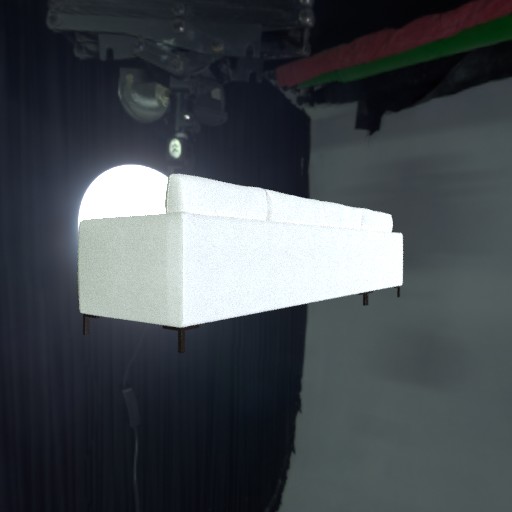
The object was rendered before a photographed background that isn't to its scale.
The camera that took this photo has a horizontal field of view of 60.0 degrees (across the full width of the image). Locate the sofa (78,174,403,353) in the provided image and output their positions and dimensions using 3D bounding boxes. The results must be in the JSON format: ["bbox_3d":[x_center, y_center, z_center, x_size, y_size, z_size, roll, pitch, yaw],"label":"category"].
[{"bbox_3d":[0.000,0.000,3.727,1.467,0.875,3.186,1,1,36],"label":"sofa"}]
